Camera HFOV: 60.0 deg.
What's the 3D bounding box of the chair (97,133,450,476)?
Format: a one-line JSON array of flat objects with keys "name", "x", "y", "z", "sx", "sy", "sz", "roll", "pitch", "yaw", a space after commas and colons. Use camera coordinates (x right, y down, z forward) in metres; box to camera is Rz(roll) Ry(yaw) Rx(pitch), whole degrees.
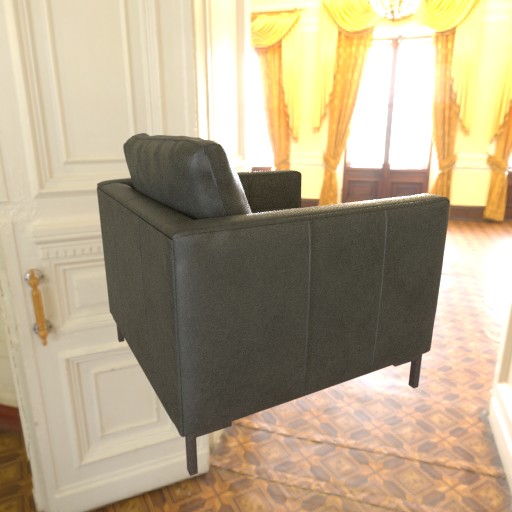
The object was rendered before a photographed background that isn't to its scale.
[{"name": "chair", "x": 0.000, "y": 0.000, "z": 1.473, "sx": 0.861, "sy": 0.824, "sz": 0.967, "roll": -9, "pitch": 19, "yaw": -27}]
